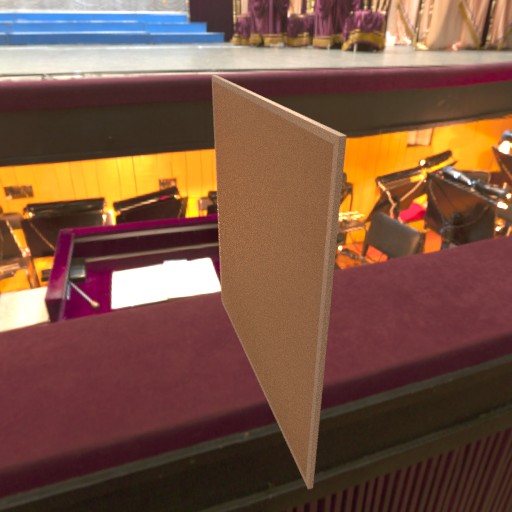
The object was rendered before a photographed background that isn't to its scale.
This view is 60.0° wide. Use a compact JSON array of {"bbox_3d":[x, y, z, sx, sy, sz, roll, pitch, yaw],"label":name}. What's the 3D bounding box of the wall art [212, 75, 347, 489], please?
[{"bbox_3d":[0.000,0.000,1.173,0.012,0.809,0.809,-9,30,-16],"label":"wall art"}]
